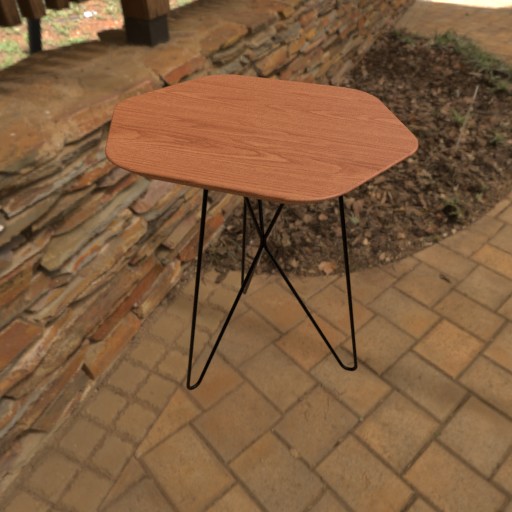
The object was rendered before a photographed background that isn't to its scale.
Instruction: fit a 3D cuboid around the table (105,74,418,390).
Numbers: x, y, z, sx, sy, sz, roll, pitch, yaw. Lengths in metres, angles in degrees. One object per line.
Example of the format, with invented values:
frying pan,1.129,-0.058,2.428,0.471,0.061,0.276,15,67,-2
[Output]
table,0.000,0.000,0.888,0.500,0.562,0.400,13,42,14
